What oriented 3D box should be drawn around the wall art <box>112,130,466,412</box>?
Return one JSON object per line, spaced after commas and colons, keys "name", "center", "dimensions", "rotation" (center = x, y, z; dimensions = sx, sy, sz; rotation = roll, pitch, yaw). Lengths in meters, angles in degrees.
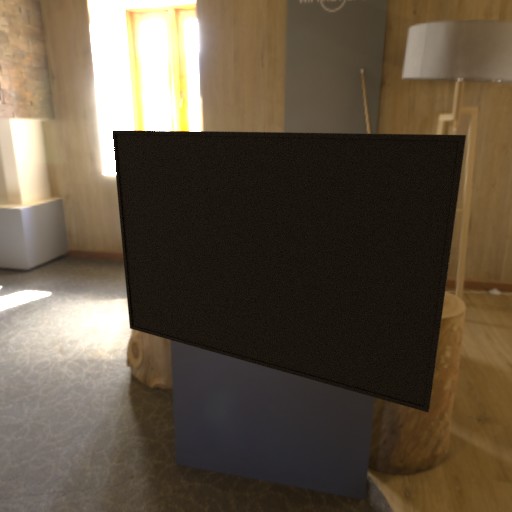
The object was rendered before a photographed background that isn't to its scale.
{"name": "wall art", "center": [0.000, 0.000, 1.494], "dimensions": [1.190, 0.805, 0.028], "rotation": [9, 19, 27]}
